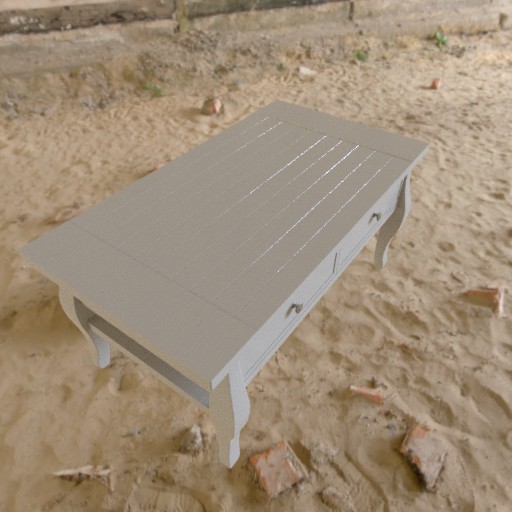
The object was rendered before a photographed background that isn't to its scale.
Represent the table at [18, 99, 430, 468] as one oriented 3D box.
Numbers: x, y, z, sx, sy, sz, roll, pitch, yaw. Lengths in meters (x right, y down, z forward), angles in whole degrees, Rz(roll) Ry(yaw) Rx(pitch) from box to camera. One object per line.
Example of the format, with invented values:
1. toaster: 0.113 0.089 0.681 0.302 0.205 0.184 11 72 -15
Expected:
1. table: 0.000 0.000 1.375 0.600 0.495 1.062 26 48 26
